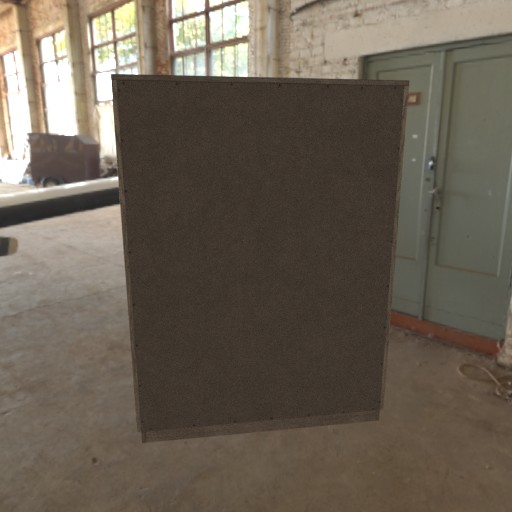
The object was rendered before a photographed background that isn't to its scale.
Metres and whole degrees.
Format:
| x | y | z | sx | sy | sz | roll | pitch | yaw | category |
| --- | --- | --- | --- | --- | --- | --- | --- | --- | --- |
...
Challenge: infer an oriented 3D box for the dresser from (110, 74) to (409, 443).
| x | y | z | sx | sy | sz | roll | pitch | yaw | category |
| --- | --- | --- | --- | --- | --- | --- | --- | --- | --- |
| 0.000 | 0.000 | 1.802 | 0.967 | 1.295 | 0.483 | -2 | 14 | -8 | dresser |
